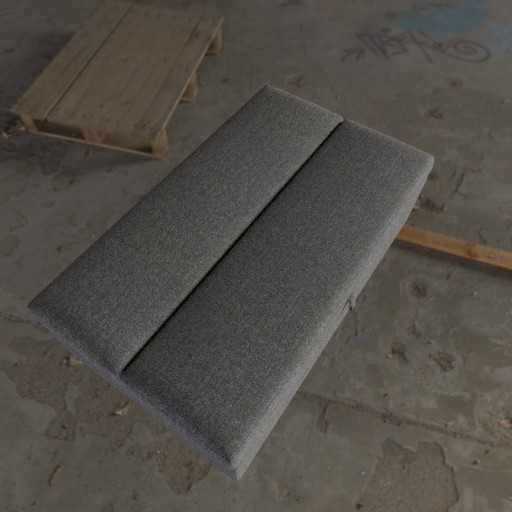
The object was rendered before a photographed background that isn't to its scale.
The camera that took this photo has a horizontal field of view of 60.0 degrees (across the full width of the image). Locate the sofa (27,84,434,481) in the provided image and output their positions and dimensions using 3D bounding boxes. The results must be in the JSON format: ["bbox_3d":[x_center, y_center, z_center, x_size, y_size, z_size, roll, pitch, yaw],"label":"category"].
[{"bbox_3d":[0.000,0.000,1.546,0.782,0.417,1.198,30,62,18],"label":"sofa"}]
